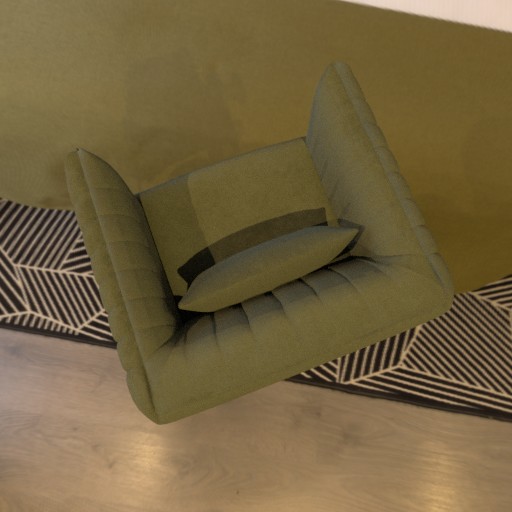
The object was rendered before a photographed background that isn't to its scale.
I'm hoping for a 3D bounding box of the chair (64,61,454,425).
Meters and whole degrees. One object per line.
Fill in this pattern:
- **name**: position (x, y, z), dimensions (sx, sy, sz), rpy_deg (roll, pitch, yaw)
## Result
- **chair**: position (0.000, 0.000, 1.658), dimensions (1.032, 0.794, 0.877), rpy_deg (-20, 78, -5)
